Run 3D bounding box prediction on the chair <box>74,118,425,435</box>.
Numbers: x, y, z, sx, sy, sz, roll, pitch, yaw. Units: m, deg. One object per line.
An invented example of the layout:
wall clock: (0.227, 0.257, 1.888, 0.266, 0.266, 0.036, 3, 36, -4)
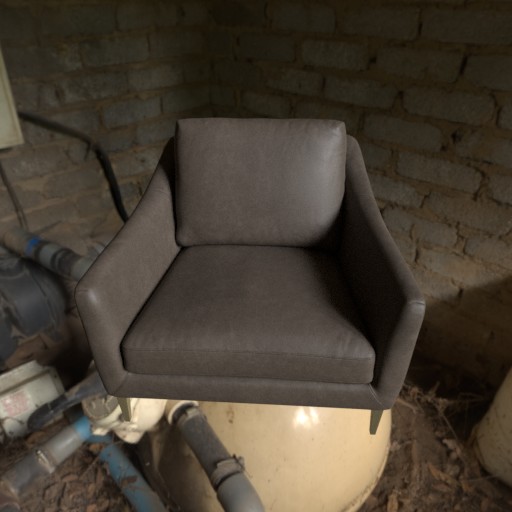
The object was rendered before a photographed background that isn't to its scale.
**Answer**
chair: (0.000, 0.000, 1.685, 0.988, 0.901, 0.961, 2, 32, 3)
